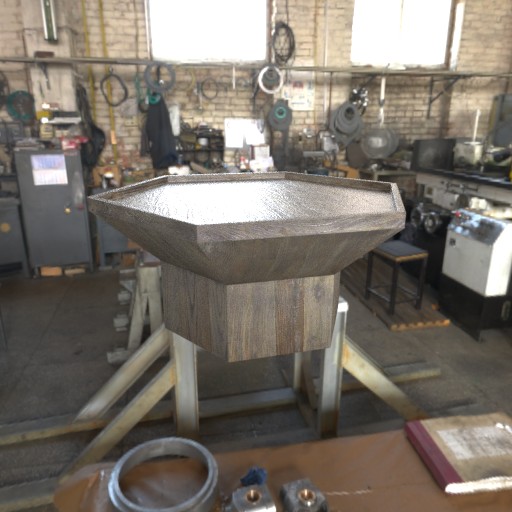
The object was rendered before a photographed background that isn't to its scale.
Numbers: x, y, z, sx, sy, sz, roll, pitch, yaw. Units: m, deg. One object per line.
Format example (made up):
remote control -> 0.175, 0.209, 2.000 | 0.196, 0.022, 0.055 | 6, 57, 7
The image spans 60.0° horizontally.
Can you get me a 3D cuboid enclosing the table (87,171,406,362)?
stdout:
table -> 0.000, 0.000, 1.622 | 1.115, 0.488, 0.966 | 16, 24, 42
